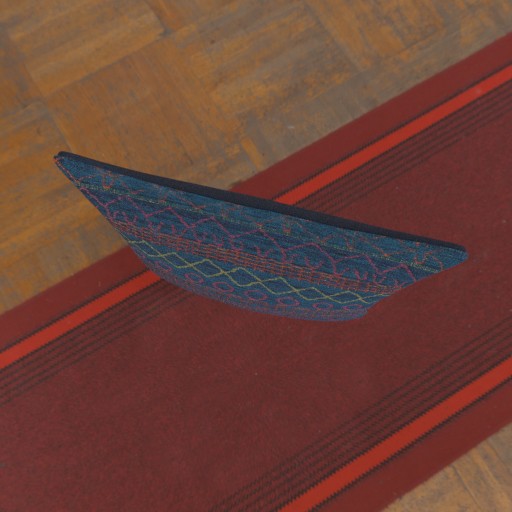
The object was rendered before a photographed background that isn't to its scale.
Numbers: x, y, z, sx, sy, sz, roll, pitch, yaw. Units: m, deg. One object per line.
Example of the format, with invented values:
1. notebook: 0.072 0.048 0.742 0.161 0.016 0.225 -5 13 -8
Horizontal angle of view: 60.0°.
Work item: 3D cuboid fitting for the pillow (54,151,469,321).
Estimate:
1. pillow: 0.000 0.000 0.645 0.431 0.431 0.141 13 76 4
